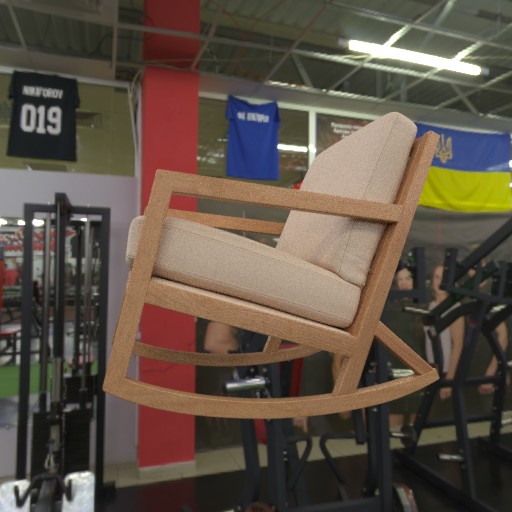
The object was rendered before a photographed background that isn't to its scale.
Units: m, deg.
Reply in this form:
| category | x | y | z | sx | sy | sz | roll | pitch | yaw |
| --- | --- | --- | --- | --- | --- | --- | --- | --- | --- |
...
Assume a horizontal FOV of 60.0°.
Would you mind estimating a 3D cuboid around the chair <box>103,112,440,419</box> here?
| category | x | y | z | sx | sy | sz | roll | pitch | yaw |
| --- | --- | --- | --- | --- | --- | --- | --- | --- | --- |
| chair | 0.000 | 0.000 | 1.364 | 0.857 | 0.790 | 0.622 | 1 | -2 | -16 |
